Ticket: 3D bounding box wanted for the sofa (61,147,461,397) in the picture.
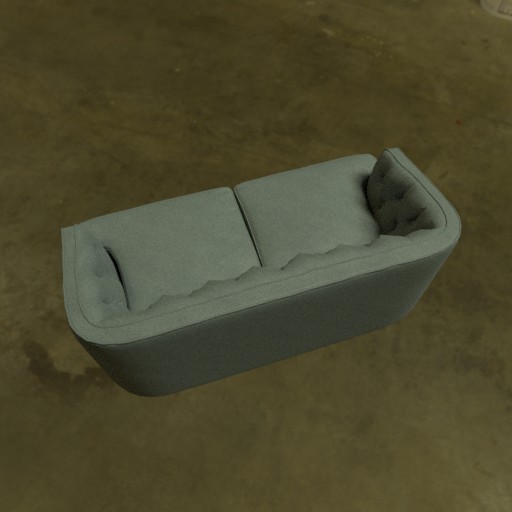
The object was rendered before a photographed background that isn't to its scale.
[{"bbox_3d":[0.000,0.000,2.256,1.733,0.855,0.941,-15,59,-9],"label":"sofa"}]
